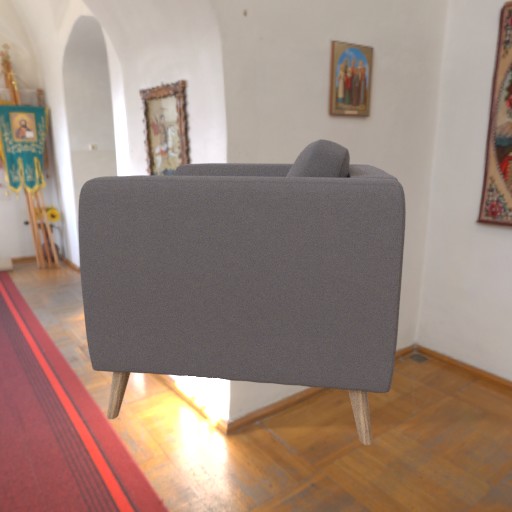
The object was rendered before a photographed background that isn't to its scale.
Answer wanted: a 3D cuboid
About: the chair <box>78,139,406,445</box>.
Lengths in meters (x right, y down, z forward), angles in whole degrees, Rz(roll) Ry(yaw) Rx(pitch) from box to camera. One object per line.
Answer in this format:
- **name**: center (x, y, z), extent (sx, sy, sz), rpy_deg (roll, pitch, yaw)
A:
- **chair**: center (0.000, 0.000, 1.698), extent (0.930, 0.860, 1.000), rpy_deg (2, 15, 9)
